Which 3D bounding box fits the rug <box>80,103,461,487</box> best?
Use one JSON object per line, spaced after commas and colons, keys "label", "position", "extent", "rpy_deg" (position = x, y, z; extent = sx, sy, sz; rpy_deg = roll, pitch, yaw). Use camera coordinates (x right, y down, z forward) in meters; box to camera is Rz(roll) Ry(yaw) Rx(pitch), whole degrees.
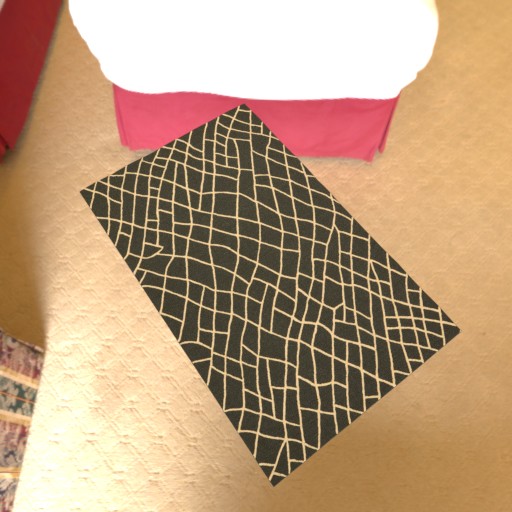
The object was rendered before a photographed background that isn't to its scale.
{"label": "rug", "position": [0.000, 0.000, 3.109], "extent": [1.529, 0.017, 2.448], "rpy_deg": [-33, 68, -15]}
